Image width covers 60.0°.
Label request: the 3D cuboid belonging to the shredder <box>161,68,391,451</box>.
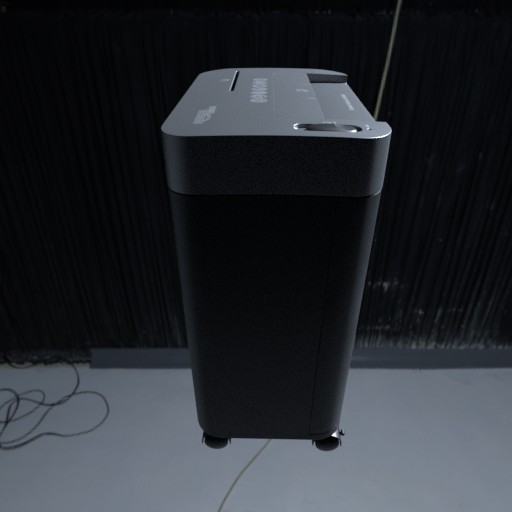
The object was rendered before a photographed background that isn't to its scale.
[{"bbox_3d":[0.000,0.000,0.586,0.237,0.419,0.311,1,32,1],"label":"shredder"}]
